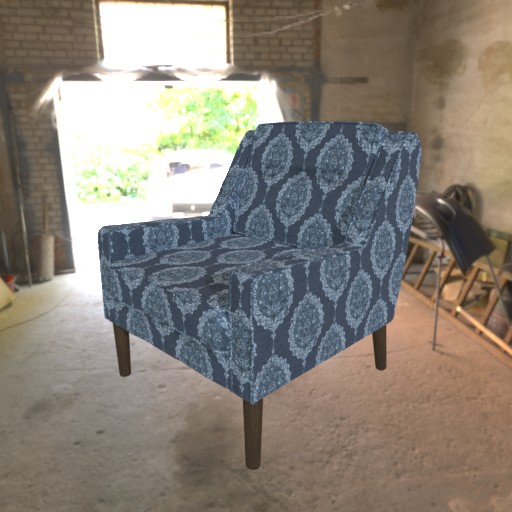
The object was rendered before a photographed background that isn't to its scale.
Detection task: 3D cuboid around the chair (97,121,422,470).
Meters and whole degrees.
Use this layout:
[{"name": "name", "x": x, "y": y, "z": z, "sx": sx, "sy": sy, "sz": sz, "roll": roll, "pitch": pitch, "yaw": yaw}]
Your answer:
[{"name": "chair", "x": 0.000, "y": 0.000, "z": 1.355, "sx": 0.663, "sy": 0.792, "sz": 0.743, "roll": 15, "pitch": 22, "yaw": 42}]
